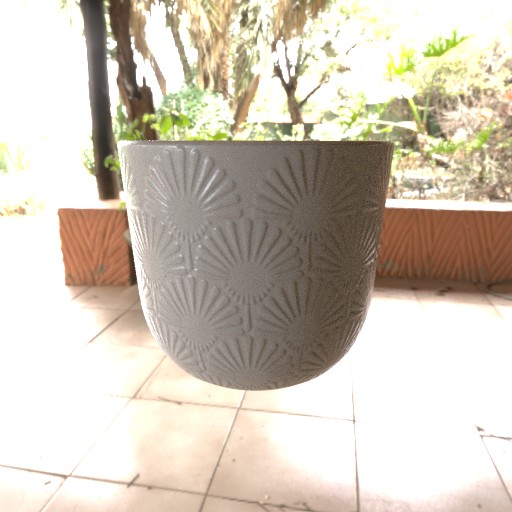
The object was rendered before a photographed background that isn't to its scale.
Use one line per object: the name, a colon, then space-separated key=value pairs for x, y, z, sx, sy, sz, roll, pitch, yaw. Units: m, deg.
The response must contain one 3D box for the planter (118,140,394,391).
planter: x=0.000 y=0.000 z=0.302 sx=0.170 sy=0.152 sz=0.170 roll=0 pitch=15 yaw=0
